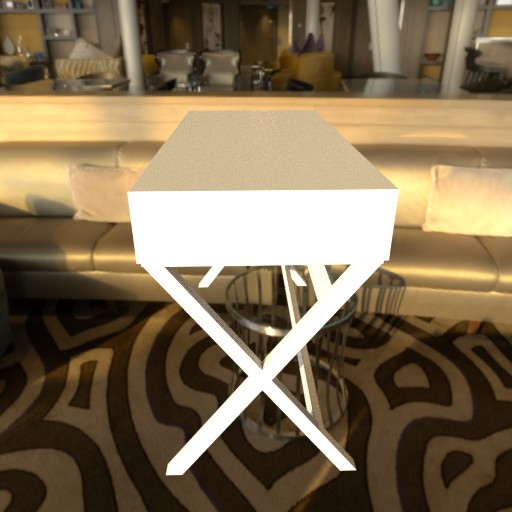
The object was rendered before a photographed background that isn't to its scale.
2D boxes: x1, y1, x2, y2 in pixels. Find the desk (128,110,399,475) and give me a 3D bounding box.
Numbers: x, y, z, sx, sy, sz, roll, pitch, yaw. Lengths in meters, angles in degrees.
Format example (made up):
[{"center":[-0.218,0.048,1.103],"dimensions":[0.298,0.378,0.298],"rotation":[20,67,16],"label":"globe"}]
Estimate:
[{"center":[0.000,0.000,1.466],"dimensions":[0.509,0.780,1.059],"rotation":[-1,26,-1],"label":"desk"}]
